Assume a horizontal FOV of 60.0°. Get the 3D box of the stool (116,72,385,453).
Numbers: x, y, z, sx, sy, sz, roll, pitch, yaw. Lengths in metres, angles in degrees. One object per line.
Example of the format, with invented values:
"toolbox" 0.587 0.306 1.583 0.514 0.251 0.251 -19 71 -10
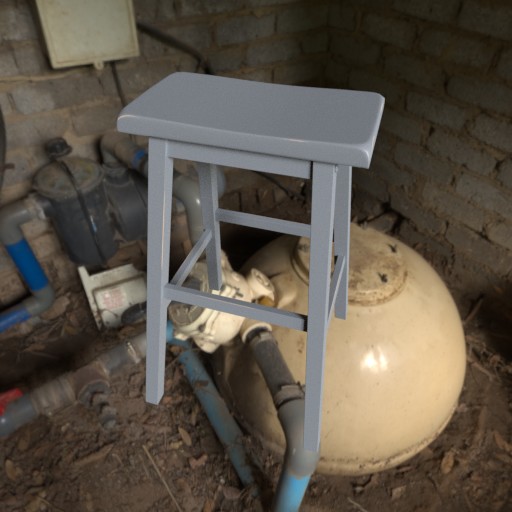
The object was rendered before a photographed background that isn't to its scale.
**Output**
"stool" 0.000 0.000 1.048 0.457 0.737 0.476 12 42 13
